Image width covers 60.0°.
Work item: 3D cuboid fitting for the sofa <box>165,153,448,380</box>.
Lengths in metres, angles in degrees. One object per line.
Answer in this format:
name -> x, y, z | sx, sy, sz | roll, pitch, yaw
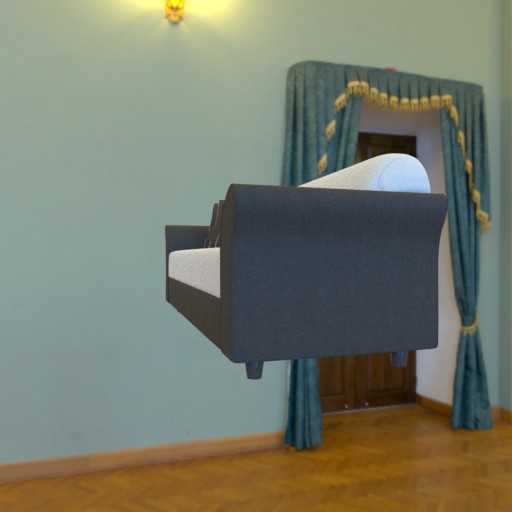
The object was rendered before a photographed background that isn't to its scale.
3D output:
sofa -> 0.000, 0.000, 2.350 | 0.755, 0.787, 2.001 | 0, 0, -17
